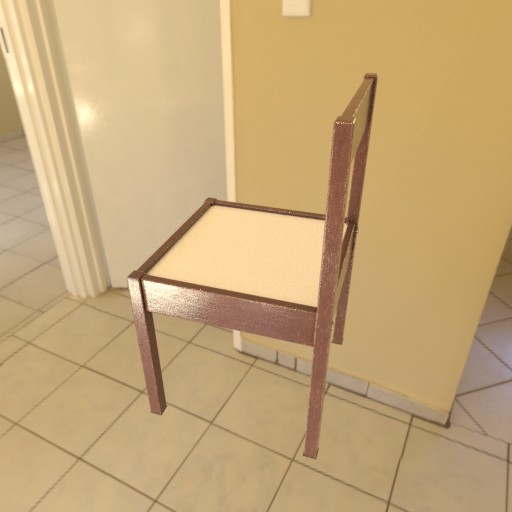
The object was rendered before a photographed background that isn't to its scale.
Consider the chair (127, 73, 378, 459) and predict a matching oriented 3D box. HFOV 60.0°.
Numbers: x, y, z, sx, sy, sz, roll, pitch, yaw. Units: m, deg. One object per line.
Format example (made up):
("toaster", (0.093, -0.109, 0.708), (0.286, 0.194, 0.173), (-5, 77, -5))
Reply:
("chair", (0.000, 0.000, 0.692), (0.285, 0.505, 0.285), (9, 33, 15))
